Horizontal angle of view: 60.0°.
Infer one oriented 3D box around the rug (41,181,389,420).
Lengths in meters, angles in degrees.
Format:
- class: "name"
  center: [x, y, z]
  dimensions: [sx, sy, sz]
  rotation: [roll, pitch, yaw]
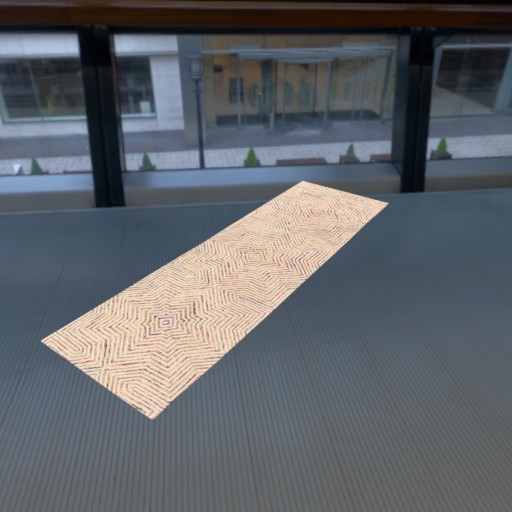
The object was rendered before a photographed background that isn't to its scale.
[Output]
- class: "rug"
  center: [0.000, 0.000, 2.755]
  dimensions: [0.771, 0.009, 2.443]
  rotation: [21, 37, 30]
